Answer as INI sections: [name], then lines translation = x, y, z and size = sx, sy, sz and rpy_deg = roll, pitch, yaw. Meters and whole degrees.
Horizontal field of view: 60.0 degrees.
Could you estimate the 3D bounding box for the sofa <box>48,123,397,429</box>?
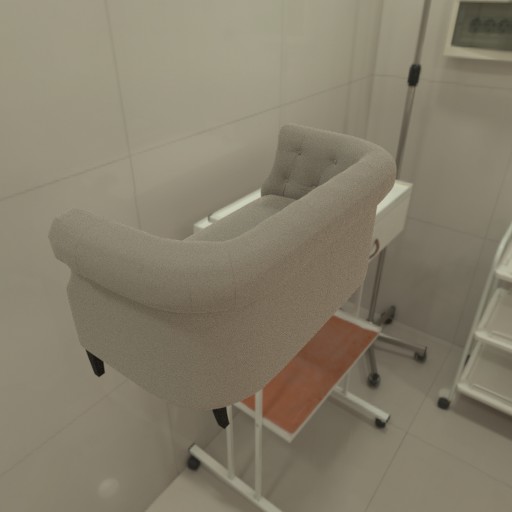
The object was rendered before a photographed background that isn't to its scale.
[sofa]
translation = 0.000, 0.000, 2.022
size = 0.835, 0.827, 1.558
rpy_deg = 21, 37, 30
